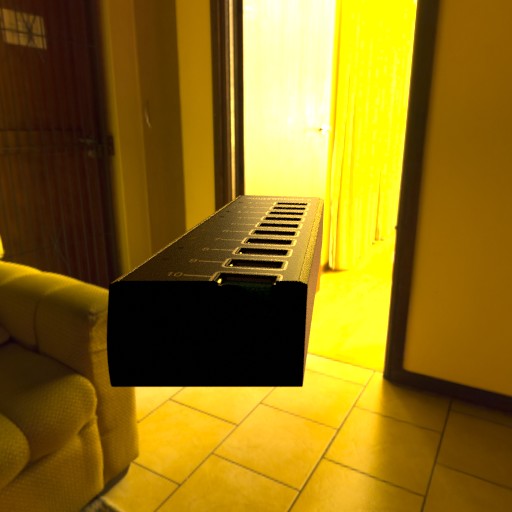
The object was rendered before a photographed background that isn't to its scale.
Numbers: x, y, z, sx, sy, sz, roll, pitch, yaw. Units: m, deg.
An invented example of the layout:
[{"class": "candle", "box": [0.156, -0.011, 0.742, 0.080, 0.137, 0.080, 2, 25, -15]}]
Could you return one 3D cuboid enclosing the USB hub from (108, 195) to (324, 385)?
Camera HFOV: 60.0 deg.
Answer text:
[{"class": "USB hub", "box": [0.000, 0.000, 0.161, 0.044, 0.023, 0.145, 3, 16, 10]}]
